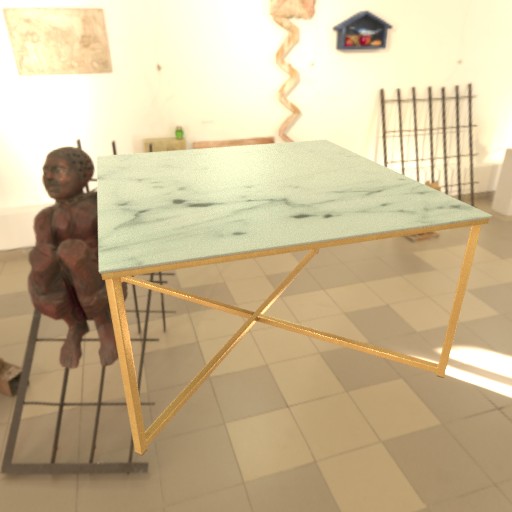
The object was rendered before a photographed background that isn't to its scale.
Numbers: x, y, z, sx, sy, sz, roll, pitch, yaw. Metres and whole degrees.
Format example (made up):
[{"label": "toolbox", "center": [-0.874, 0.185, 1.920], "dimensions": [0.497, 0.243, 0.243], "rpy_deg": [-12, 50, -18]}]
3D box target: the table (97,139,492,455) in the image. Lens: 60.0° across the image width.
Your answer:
[{"label": "table", "center": [0.000, 0.000, 1.274], "dimensions": [0.800, 0.450, 0.800], "rpy_deg": [-8, 28, -16]}]
